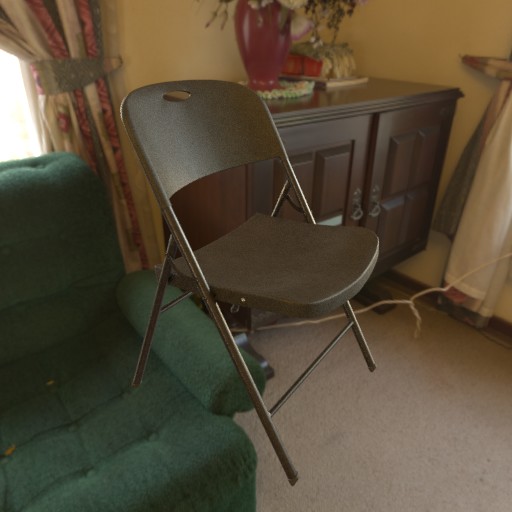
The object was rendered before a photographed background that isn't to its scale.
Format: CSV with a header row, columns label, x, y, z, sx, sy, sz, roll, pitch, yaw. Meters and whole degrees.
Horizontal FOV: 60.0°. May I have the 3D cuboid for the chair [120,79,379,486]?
label,x,y,z,sx,sy,sz,roll,pitch,yaw
chair,0.000,0.000,1.143,0.566,0.810,0.494,18,32,31
